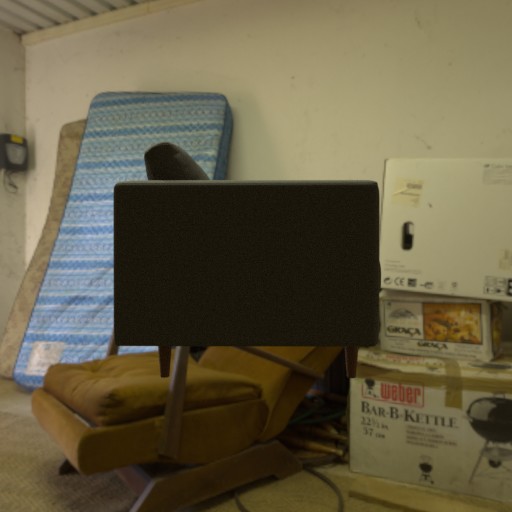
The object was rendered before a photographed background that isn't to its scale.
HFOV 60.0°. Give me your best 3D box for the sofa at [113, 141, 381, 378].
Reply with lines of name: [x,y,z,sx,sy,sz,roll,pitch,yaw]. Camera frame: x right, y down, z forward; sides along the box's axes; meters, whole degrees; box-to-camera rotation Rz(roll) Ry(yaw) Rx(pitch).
sofa: [0.000,0.000,2.304,0.940,0.866,1.713,0,1,1]
